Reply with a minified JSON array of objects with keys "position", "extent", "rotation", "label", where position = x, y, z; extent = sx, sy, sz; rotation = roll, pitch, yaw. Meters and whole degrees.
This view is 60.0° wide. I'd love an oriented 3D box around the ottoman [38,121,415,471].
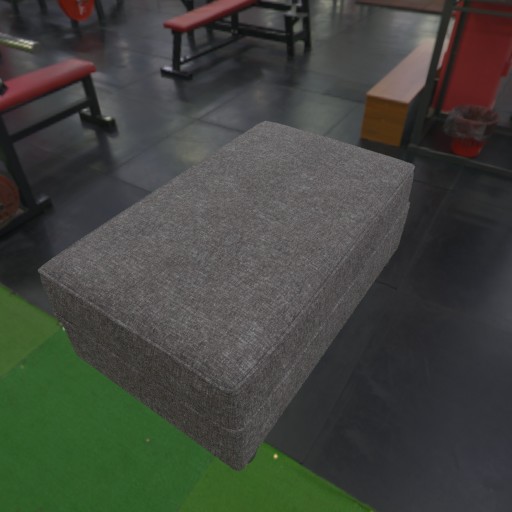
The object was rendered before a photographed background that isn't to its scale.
[{"position":[0.000,0.000,1.565],"extent":[0.717,0.487,1.184],"rotation":[25,47,25],"label":"ottoman"}]
